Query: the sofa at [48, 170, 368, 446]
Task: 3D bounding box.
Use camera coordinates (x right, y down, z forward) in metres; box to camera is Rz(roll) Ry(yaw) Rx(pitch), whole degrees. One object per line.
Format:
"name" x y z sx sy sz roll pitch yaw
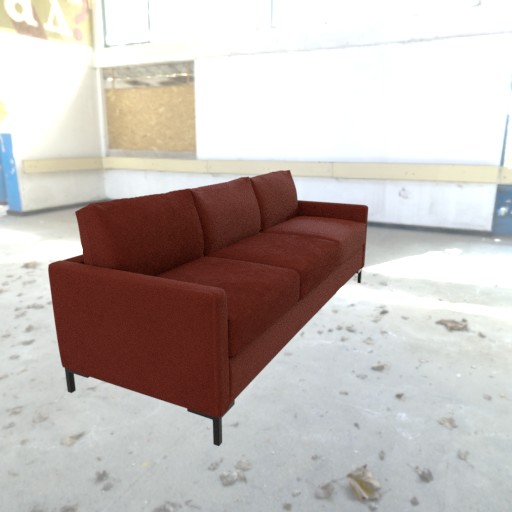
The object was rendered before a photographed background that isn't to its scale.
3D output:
"sofa" 0.000 0.000 2.687 0.875 0.879 2.252 8 17 26
